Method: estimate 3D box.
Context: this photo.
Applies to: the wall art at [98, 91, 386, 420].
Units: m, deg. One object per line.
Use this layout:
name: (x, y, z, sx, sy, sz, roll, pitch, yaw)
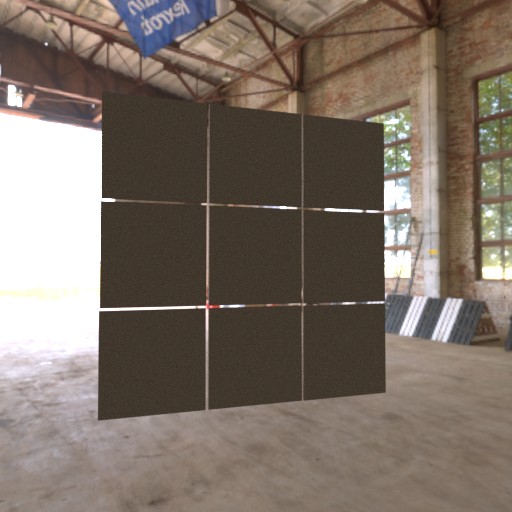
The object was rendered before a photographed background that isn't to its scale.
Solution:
wall art: (0.000, 0.000, 1.824, 1.216, 1.216, 0.013, 0, -2, -18)
